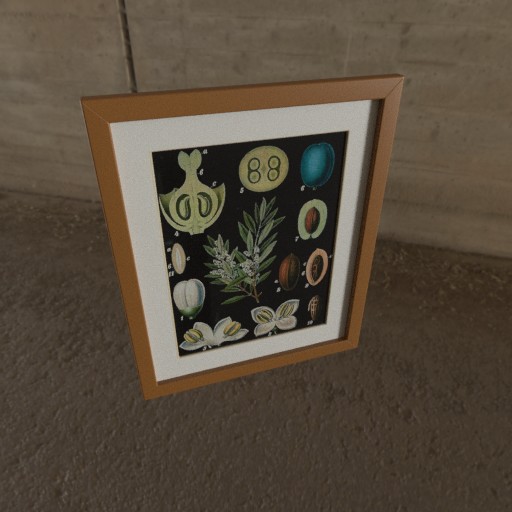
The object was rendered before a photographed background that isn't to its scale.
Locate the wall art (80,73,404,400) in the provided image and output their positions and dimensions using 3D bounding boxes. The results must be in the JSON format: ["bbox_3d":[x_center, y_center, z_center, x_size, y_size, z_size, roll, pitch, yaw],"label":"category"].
[{"bbox_3d":[0.000,0.000,0.747,0.449,0.550,0.021,-10,35,-15],"label":"wall art"}]
